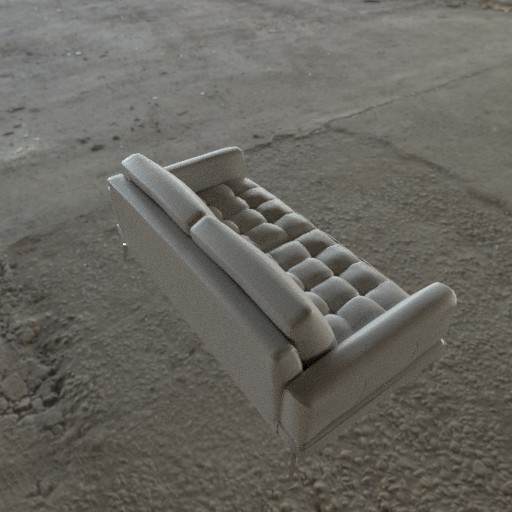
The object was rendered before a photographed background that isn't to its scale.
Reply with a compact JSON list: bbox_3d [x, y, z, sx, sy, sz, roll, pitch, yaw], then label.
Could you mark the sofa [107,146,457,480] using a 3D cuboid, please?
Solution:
[{"bbox_3d":[0.000,0.000,2.771,1.121,0.930,2.177,-25,46,-27],"label":"sofa"}]
